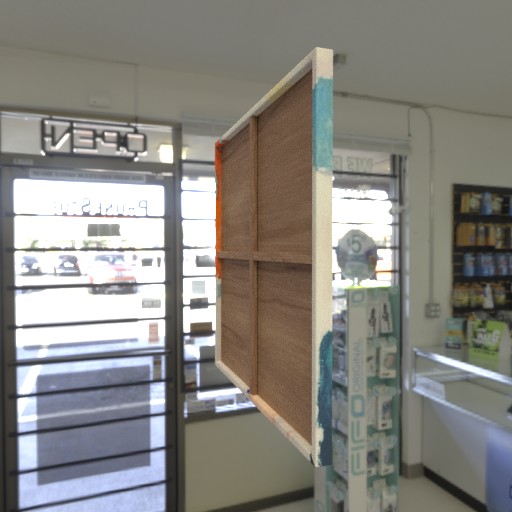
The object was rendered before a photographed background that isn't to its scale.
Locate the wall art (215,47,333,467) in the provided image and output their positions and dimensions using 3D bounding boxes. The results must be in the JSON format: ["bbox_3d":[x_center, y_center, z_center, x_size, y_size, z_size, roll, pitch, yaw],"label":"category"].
[{"bbox_3d":[0.000,0.000,1.246,0.037,0.814,0.814,0,1,-19],"label":"wall art"}]
